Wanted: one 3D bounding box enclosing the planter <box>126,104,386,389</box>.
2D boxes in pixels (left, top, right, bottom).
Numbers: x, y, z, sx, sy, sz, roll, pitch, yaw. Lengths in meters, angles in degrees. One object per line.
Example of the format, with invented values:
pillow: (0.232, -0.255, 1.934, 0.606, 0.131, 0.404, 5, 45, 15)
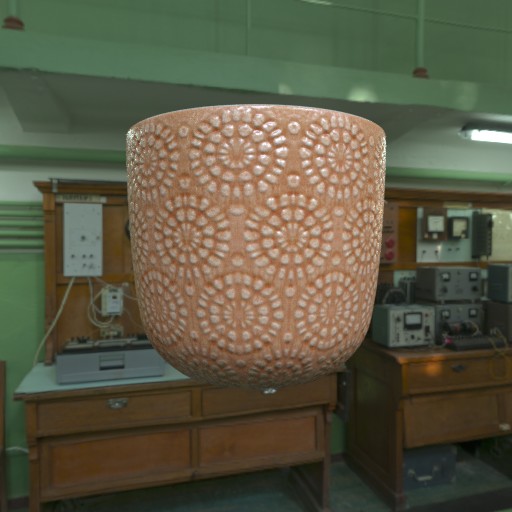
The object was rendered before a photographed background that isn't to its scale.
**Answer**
planter: (0.000, 0.000, 0.372, 0.208, 0.190, 0.208, 0, 2, 0)
